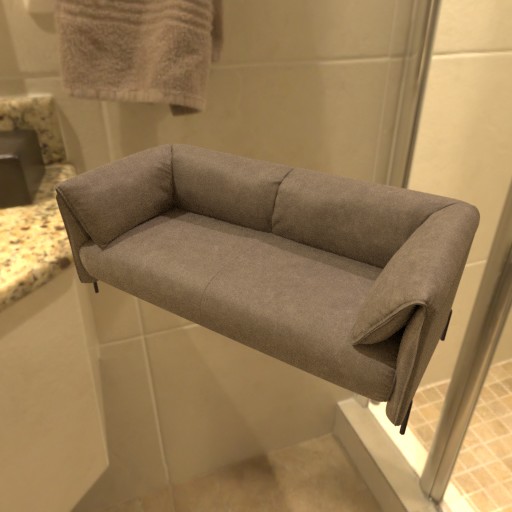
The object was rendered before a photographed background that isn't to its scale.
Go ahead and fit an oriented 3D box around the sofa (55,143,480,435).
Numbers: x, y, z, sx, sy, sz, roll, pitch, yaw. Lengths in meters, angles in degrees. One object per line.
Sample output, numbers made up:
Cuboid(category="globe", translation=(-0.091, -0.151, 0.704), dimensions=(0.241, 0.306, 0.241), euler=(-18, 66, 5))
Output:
Cuboid(category="sofa", translation=(0.000, 0.000, 2.256), dimensions=(1.878, 0.747, 0.905), euler=(18, 35, 28))
